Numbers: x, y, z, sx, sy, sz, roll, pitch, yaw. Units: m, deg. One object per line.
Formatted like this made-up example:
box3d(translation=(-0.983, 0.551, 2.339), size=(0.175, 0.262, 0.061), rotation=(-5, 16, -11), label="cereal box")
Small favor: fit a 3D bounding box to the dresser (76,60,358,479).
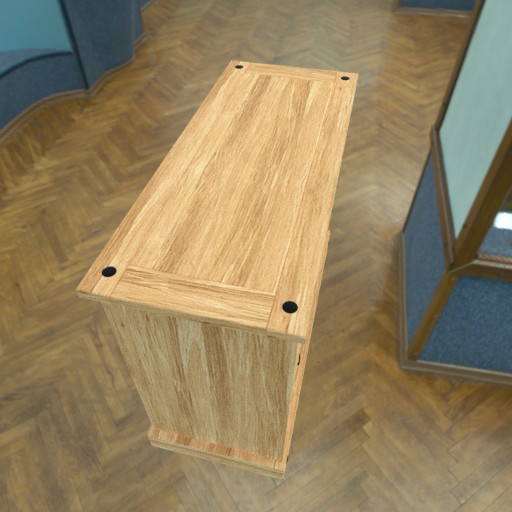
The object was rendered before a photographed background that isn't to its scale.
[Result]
box3d(translation=(0.000, 0.000, 1.340), size=(0.410, 0.740, 0.990), rotation=(10, 47, 10), label="dresser")
